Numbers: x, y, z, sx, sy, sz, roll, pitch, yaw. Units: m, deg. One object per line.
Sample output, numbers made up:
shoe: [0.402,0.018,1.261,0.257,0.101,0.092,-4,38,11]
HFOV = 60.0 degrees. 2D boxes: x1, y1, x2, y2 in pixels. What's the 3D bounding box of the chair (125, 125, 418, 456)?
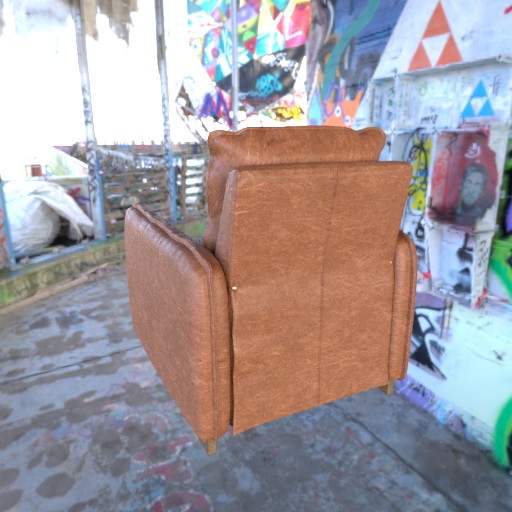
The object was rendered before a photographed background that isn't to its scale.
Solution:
chair: [0.000,0.000,1.650,0.830,0.922,0.922,-8,17,-26]
